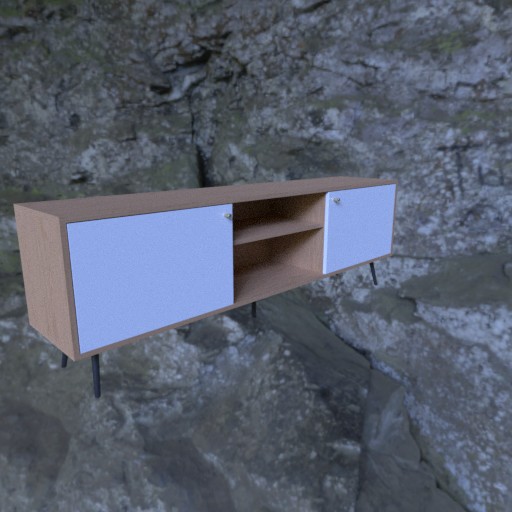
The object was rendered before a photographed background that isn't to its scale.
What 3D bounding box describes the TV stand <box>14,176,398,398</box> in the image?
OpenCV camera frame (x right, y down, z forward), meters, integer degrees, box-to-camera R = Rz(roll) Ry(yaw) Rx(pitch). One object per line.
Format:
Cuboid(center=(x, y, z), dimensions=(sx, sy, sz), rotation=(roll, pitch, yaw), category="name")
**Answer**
Cuboid(center=(0.000, 0.000, 1.935), dimensions=(1.760, 0.580, 0.400), rotation=(-13, 19, -42), category="TV stand")
